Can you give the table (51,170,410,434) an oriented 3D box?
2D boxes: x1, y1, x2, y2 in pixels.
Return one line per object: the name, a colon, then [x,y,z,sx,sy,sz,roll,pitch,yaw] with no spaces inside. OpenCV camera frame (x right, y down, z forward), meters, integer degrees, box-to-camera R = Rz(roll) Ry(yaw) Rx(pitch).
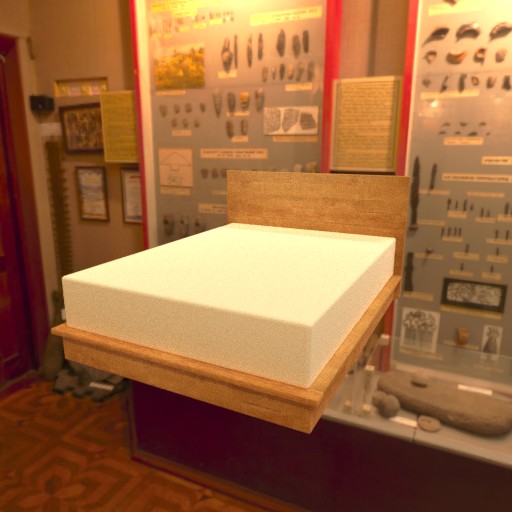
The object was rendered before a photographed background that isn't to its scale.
table: [0.000,0.000,3.167,1.707,1.041,2.149,7,16,26]
